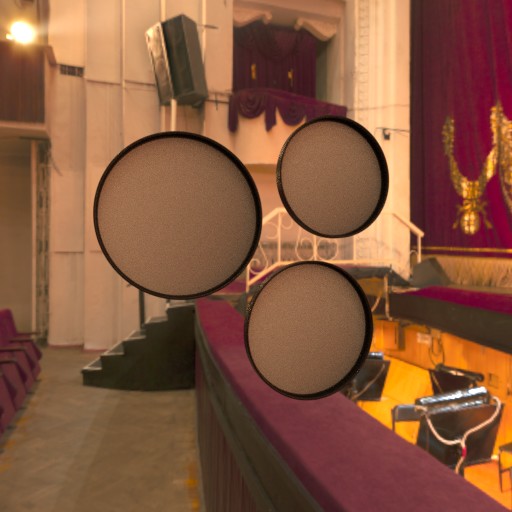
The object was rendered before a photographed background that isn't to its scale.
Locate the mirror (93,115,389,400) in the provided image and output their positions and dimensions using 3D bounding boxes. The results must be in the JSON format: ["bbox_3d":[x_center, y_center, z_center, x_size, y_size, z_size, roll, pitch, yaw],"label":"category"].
[{"bbox_3d":[0.000,0.000,3.130,2.160,2.096,0.076,0,0,-18],"label":"mirror"}]
